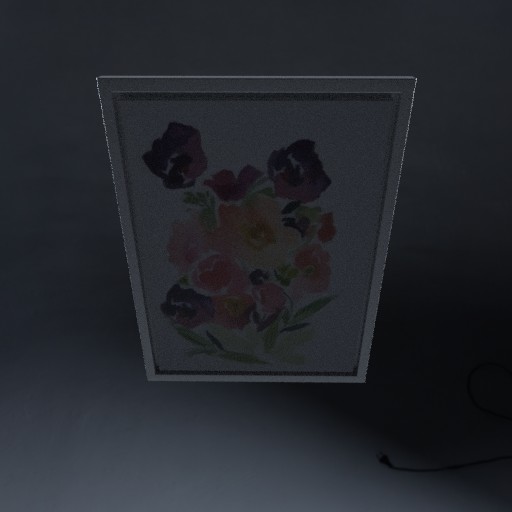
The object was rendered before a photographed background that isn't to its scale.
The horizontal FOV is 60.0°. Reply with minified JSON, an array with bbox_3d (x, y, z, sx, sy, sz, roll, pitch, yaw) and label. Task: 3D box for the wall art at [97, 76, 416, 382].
[{"bbox_3d":[0.000,0.000,1.396,0.805,1.056,0.042,0,30,1],"label":"wall art"}]
